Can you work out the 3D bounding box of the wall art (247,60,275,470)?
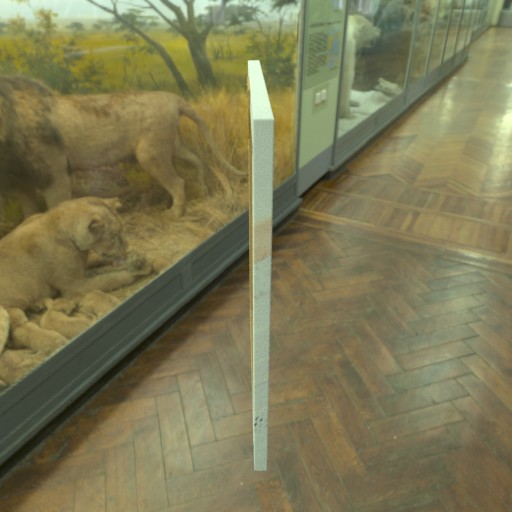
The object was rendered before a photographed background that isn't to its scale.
[{"bbox_3d":[0.000,0.000,1.363,0.045,1.014,0.759,-1,31,-1],"label":"wall art"}]
